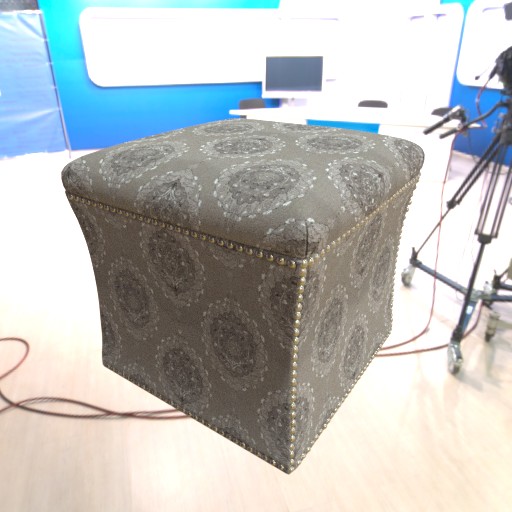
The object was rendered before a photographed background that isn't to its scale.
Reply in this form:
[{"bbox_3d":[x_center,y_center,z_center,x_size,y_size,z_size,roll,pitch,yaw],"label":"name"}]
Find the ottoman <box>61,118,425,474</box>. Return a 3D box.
[{"bbox_3d":[0.000,0.000,0.894,0.497,0.473,0.507,17,31,31],"label":"ottoman"}]
